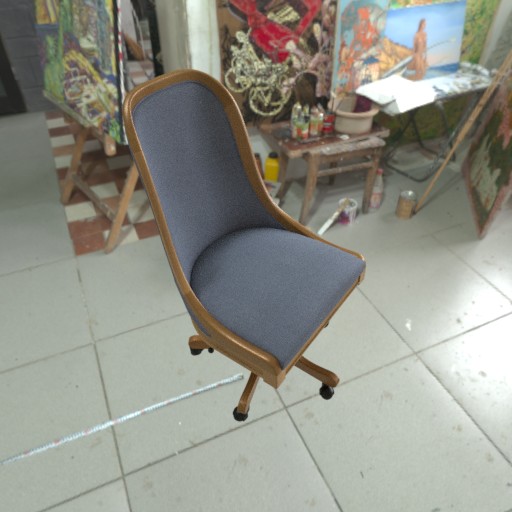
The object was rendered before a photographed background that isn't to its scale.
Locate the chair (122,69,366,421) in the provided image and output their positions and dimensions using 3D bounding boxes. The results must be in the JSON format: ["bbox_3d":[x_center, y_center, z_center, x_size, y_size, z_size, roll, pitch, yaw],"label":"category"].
[{"bbox_3d":[0.000,0.000,1.487,0.735,1.031,0.605,26,48,26],"label":"chair"}]
